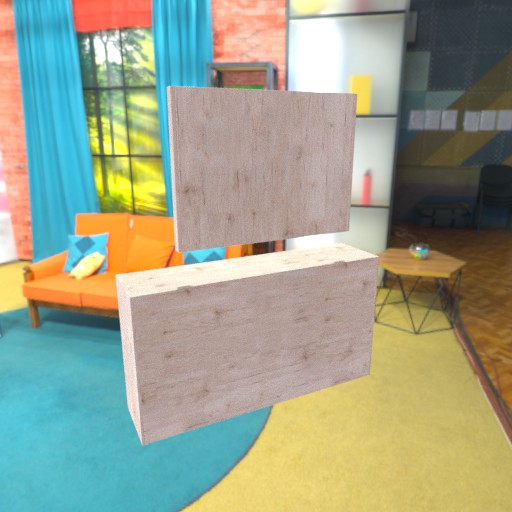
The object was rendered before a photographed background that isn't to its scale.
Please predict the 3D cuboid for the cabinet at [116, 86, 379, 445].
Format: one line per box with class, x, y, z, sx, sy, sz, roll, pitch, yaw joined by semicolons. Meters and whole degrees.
cabinet;0.000;0.000;2.859;1.700;1.981;0.420;-8;18;-26
